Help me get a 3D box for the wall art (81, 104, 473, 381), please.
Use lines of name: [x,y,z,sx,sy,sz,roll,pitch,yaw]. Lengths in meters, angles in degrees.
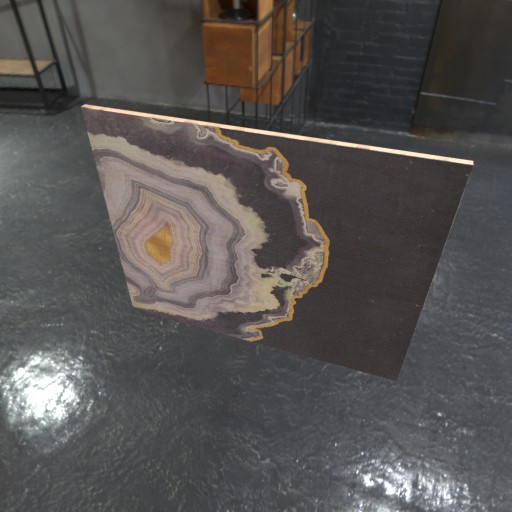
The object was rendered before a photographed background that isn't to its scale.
wall art: [0.000,0.000,0.684,0.508,0.408,0.010,12,42,14]
